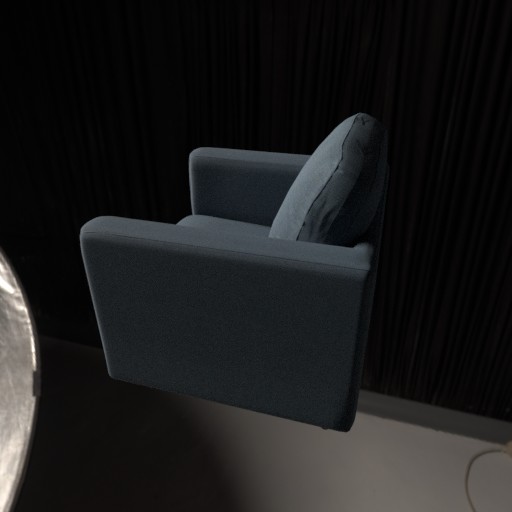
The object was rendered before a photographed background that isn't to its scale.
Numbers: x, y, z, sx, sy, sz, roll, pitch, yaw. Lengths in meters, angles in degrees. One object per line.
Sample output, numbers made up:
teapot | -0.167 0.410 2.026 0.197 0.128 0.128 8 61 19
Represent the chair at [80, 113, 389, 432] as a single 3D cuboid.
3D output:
chair | 0.000 0.000 1.554 0.820 0.922 0.855 8 31 15
